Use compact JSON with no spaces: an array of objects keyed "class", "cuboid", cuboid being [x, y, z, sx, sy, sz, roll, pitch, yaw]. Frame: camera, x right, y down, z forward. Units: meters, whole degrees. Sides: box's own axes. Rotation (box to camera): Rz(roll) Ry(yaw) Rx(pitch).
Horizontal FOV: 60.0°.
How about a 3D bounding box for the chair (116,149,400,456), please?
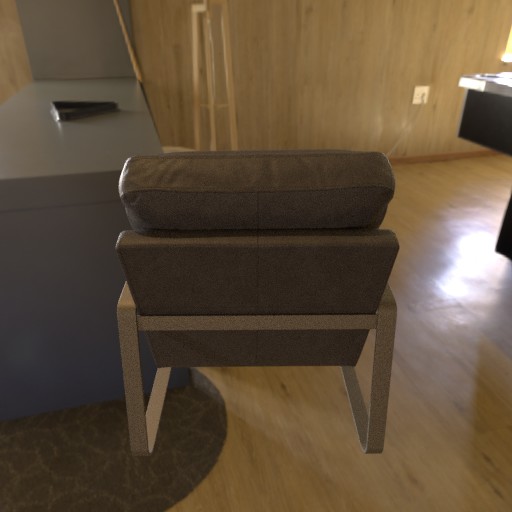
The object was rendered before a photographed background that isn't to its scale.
[{"class":"chair","cuboid":[0.000,0.000,1.421,0.692,0.839,0.878,0,29,-1]}]
